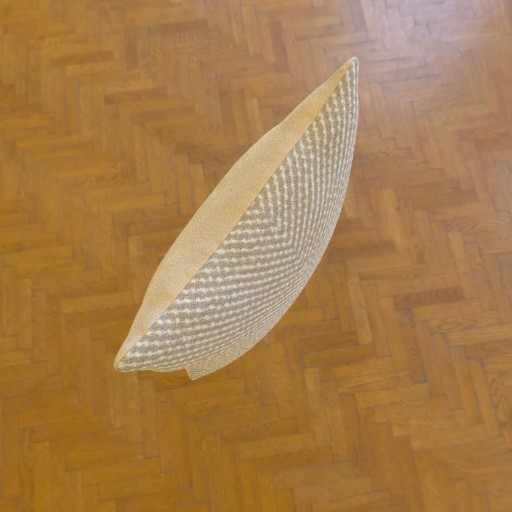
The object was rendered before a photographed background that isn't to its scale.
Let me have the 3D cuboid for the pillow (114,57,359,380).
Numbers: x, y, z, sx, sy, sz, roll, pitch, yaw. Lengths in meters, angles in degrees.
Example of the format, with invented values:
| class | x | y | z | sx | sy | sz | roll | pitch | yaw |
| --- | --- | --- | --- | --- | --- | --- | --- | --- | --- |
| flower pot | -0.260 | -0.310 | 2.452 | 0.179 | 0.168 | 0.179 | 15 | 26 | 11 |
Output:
| class | x | y | z | sx | sy | sz | roll | pitch | yaw |
| --- | --- | --- | --- | --- | --- | --- | --- | --- | --- |
| pillow | 0.000 | 0.000 | 0.711 | 0.181 | 0.458 | 0.459 | 34 | 77 | 9 |
